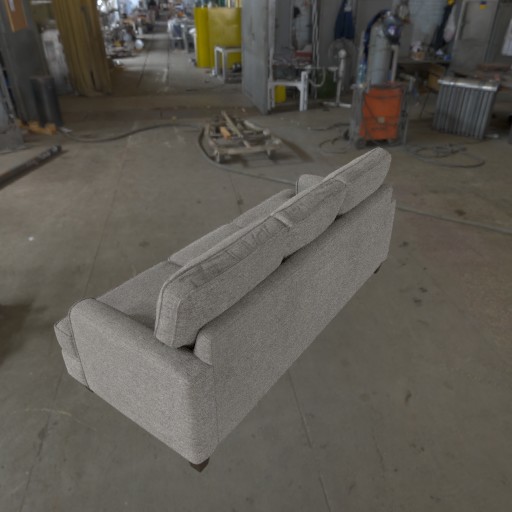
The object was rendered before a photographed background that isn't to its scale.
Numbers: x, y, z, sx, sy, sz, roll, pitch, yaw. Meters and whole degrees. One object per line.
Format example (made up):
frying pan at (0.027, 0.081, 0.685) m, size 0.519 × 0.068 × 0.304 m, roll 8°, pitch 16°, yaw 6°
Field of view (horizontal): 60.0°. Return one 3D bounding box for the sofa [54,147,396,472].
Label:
sofa at (0.000, 0.000, 2.658) m, size 0.951 × 0.965 × 2.158 m, roll 20°, pitch 36°, yaw 30°
